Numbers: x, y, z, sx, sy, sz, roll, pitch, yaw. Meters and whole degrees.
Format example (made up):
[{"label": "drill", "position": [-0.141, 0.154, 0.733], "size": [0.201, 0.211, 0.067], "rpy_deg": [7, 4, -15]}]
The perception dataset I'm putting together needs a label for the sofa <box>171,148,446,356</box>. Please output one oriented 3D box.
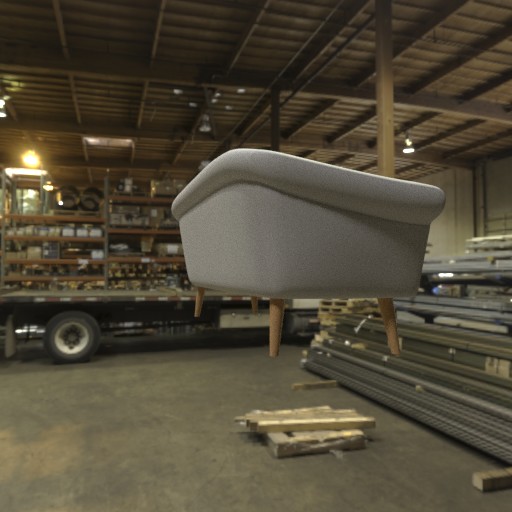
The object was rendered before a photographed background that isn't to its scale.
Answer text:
[{"label": "sofa", "position": [0.000, 0.000, 2.534], "size": [0.827, 0.795, 2.160], "rpy_deg": [1, -2, -19]}]
